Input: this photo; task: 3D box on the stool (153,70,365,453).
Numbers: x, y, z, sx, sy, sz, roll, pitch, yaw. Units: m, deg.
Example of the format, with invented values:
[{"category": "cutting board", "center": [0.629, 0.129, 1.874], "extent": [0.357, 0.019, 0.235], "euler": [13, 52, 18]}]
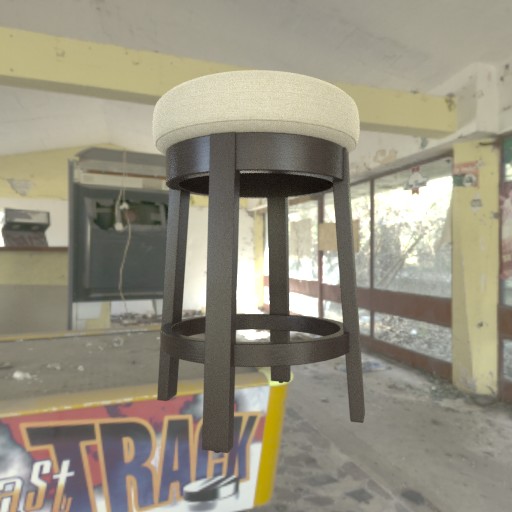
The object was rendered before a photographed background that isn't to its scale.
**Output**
[{"category": "stool", "center": [0.000, 0.000, 0.944], "extent": [0.449, 0.655, 0.449], "euler": [0, 0, 0]}]
